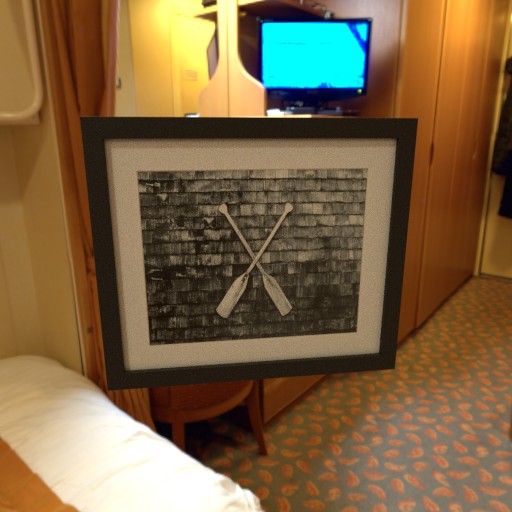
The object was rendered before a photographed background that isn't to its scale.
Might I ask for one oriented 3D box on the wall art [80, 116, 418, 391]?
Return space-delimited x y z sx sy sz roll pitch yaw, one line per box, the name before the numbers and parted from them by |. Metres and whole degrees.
wall art | 0.000 0.000 0.554 0.381 0.330 0.029 -2 16 -8
